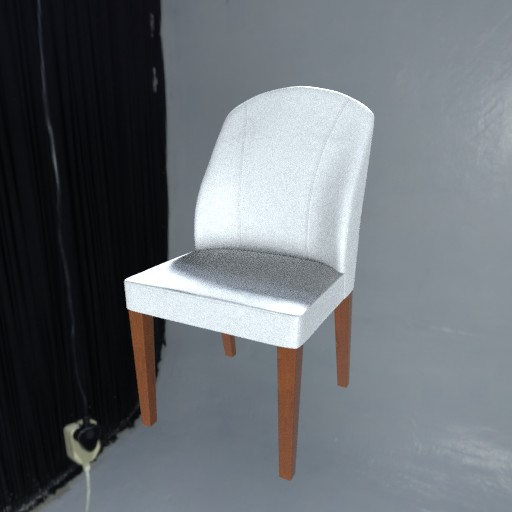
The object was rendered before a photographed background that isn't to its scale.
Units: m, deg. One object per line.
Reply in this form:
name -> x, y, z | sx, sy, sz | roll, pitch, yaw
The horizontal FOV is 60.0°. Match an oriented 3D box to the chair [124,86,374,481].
chair -> 0.000, 0.000, 1.193 | 0.472, 0.893, 0.540 | 8, 18, 26
